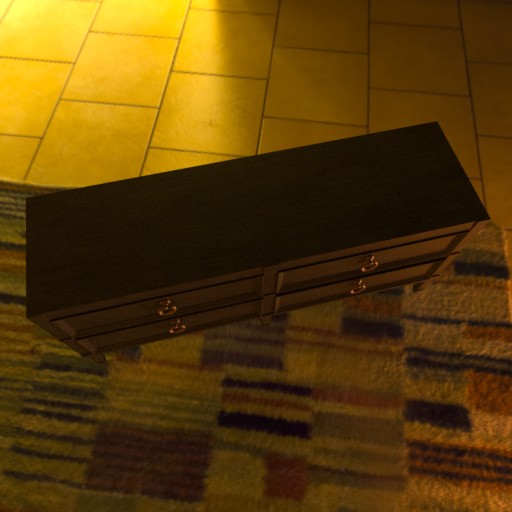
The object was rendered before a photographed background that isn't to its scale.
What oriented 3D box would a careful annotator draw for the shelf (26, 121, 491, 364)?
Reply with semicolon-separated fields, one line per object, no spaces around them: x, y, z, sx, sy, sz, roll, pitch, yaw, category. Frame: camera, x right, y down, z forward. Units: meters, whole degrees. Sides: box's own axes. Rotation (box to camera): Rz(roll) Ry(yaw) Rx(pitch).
0.000;0.000;1.878;1.575;0.719;0.479;-12;64;-6;shelf
